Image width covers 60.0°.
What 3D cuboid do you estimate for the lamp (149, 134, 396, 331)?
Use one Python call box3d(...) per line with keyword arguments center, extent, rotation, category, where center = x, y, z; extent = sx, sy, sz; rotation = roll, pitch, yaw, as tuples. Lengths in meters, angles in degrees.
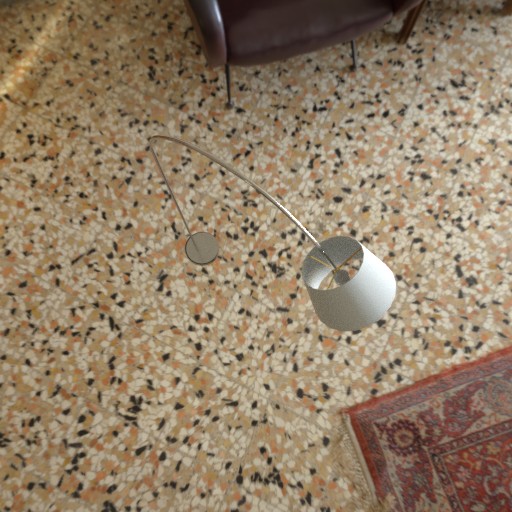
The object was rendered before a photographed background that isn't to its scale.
box3d(center=(0.000, 0.000, 2.730), extent=(1.445, 2.098, 0.406), rotation=(35, 78, 9), category="lamp")
